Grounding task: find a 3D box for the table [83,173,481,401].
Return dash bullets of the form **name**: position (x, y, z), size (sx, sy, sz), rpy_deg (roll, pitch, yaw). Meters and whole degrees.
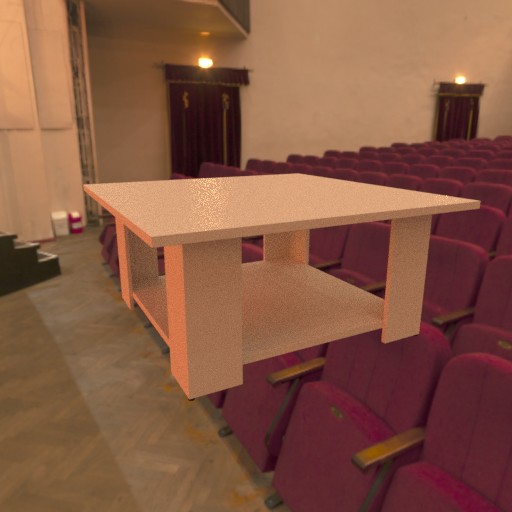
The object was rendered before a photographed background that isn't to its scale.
- **table**: position (0.000, 0.000, 1.070), size (0.670, 0.305, 0.670), rpy_deg (-8, 18, -27)
